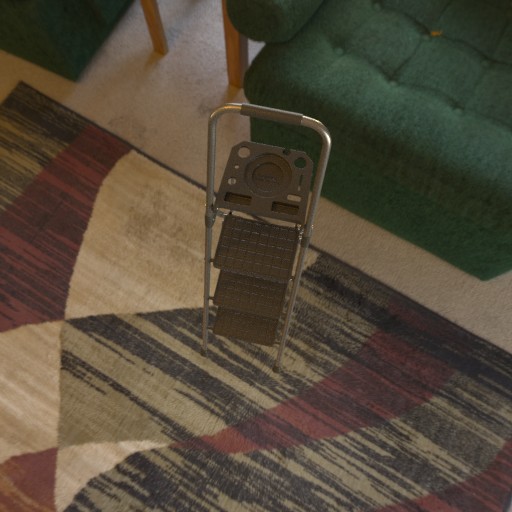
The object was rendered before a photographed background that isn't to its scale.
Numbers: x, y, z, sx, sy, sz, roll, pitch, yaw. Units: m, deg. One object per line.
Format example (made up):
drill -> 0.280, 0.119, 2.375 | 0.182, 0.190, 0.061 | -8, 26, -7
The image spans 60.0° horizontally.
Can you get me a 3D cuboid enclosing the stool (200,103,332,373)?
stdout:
stool -> 0.000, 0.000, 1.601 | 0.396, 1.277, 0.733 | 12, 74, 3
